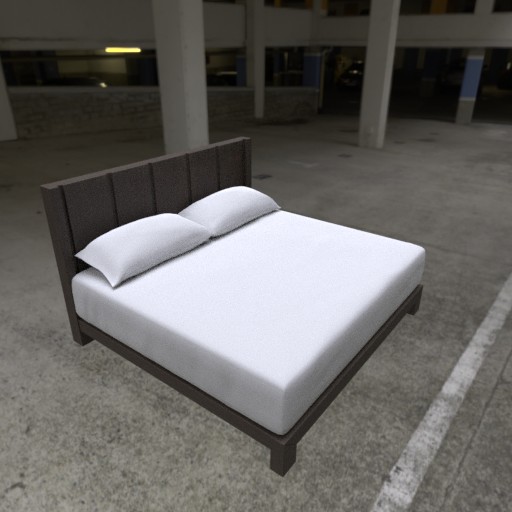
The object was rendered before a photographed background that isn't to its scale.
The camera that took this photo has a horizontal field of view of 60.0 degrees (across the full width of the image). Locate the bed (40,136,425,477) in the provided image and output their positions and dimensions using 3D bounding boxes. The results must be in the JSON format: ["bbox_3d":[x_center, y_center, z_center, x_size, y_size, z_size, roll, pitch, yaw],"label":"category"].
[{"bbox_3d":[0.000,0.000,3.448,2.012,1.270,2.134,19,31,33],"label":"bed"}]
